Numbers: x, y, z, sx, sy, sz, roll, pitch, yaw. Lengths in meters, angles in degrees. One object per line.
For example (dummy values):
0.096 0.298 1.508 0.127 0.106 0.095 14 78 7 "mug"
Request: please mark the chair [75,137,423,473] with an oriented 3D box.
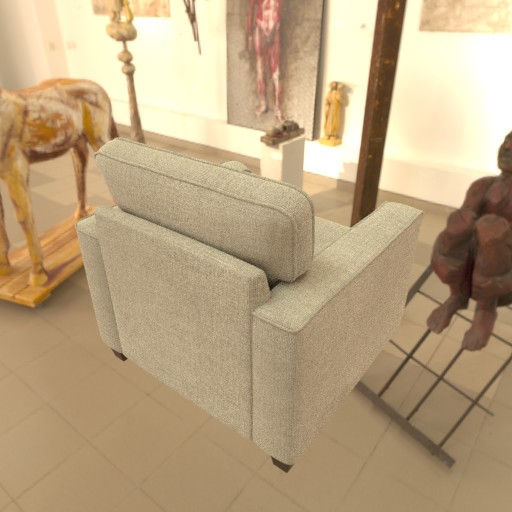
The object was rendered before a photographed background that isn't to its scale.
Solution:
0.000 0.000 1.769 1.015 0.965 0.939 22 37 31 "chair"
